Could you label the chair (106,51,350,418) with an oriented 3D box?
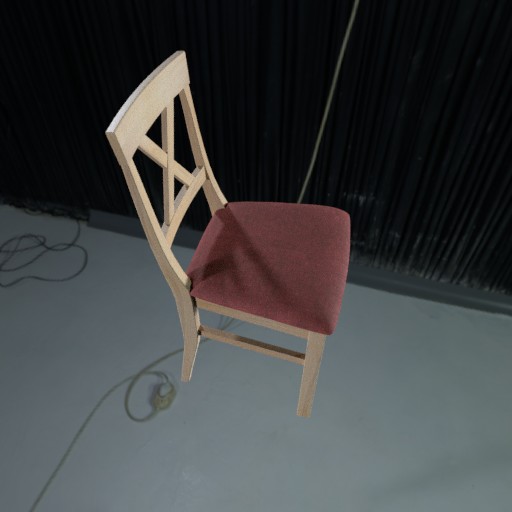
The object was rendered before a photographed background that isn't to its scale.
[{"bbox_3d":[0.000,0.000,1.204,0.492,0.912,0.439,9,47,9],"label":"chair"}]
